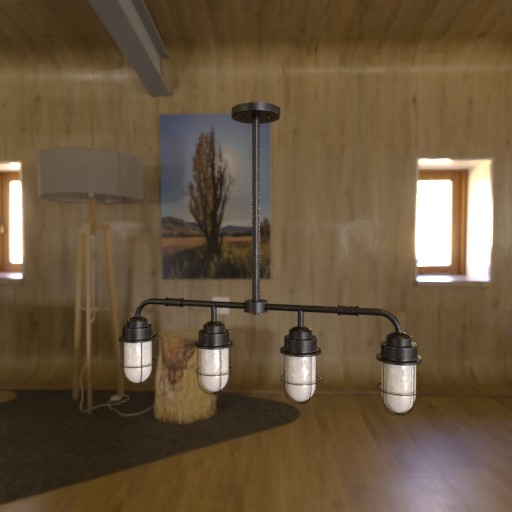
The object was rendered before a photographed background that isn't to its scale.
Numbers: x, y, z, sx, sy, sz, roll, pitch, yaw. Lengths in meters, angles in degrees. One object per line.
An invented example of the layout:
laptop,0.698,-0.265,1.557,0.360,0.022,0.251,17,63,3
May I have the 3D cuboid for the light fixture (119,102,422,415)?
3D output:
light fixture,0.000,0.000,1.203,0.852,0.785,0.131,1,2,18
